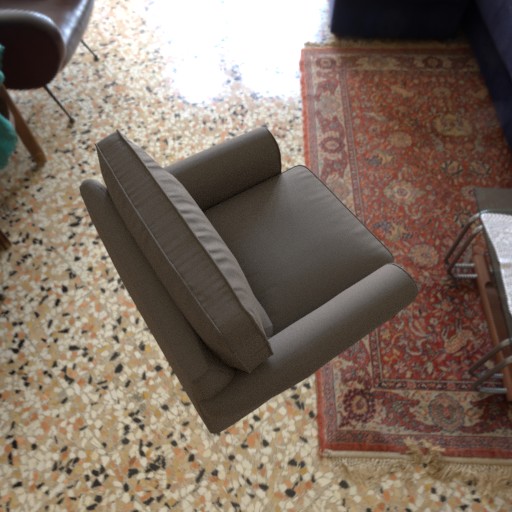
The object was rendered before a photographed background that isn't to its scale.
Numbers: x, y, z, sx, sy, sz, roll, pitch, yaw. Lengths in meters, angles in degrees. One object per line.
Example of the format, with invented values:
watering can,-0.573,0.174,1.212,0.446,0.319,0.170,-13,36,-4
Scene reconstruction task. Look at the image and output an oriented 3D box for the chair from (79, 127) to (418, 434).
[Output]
chair,0.000,0.000,1.745,0.966,0.967,1.029,-29,62,-17
